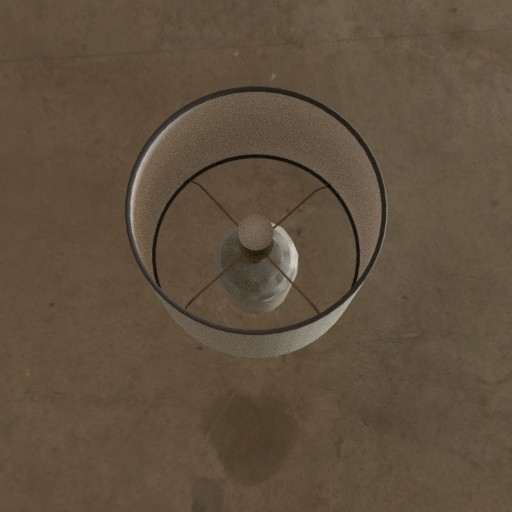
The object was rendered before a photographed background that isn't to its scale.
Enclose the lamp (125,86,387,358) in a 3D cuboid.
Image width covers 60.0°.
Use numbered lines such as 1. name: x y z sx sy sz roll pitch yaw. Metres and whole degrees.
1. lamp: 0.000 0.000 0.837 0.376 0.594 0.376 0 77 0
